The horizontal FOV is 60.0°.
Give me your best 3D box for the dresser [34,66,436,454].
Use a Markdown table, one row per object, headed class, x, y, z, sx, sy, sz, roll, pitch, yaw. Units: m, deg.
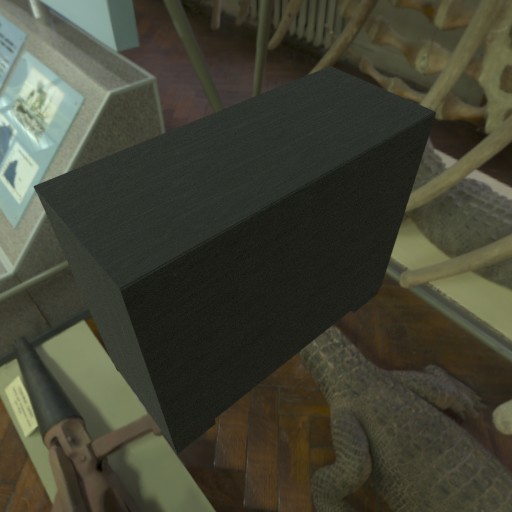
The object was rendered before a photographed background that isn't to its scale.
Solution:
| class | x | y | z | sx | sy | sz | roll | pitch | yaw |
| --- | --- | --- | --- | --- | --- | --- | --- | --- | --- |
| dresser | 0.000 | 0.000 | 1.423 | 0.994 | 0.816 | 0.404 | -32 | 54 | -27 |
